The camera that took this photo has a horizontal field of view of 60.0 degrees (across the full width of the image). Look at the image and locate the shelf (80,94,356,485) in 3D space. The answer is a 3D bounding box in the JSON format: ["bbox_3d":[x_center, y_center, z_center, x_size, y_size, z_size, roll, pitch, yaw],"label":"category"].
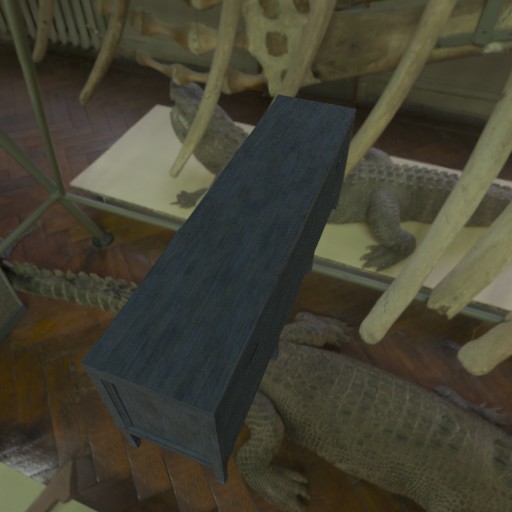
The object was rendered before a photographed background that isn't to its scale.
[{"bbox_3d":[0.000,0.000,2.194,0.471,0.715,1.878,16,49,14],"label":"shelf"}]
